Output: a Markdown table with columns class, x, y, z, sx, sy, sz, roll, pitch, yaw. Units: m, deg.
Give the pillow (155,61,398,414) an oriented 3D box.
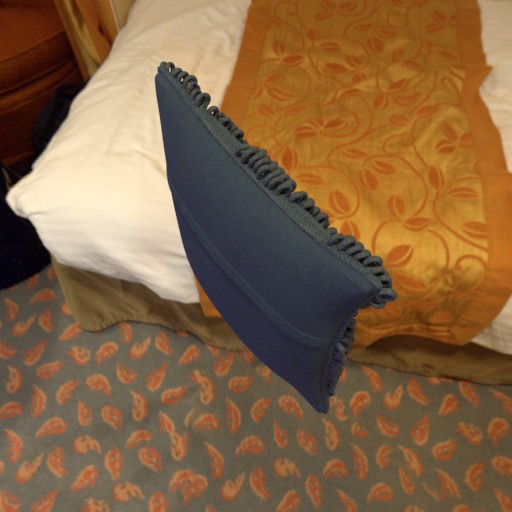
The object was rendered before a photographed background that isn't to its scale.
| class | x | y | z | sx | sy | sz | roll | pitch | yaw |
| --- | --- | --- | --- | --- | --- | --- | --- | --- | --- |
| pillow | 0.000 | 0.000 | 0.723 | 0.172 | 0.466 | 0.469 | -31 | 63 | -18 |
